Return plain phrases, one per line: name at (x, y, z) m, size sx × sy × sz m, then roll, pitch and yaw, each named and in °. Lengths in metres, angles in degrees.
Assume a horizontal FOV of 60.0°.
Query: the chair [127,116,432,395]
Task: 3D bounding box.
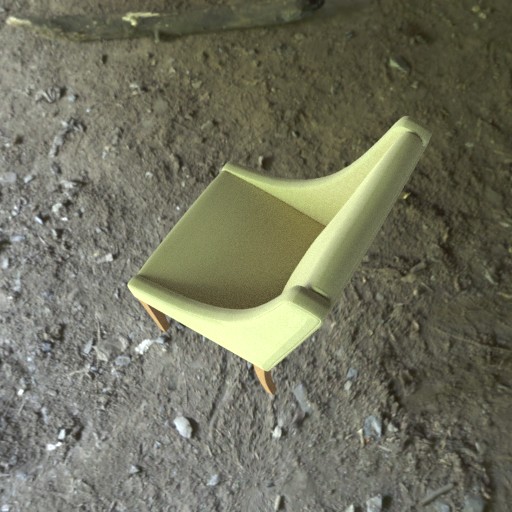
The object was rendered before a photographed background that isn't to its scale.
chair at (0.000, 0.000, 1.394) m, size 0.611 × 1.021 × 0.575 m, roll 29°, pitch 67°, yaw 14°
